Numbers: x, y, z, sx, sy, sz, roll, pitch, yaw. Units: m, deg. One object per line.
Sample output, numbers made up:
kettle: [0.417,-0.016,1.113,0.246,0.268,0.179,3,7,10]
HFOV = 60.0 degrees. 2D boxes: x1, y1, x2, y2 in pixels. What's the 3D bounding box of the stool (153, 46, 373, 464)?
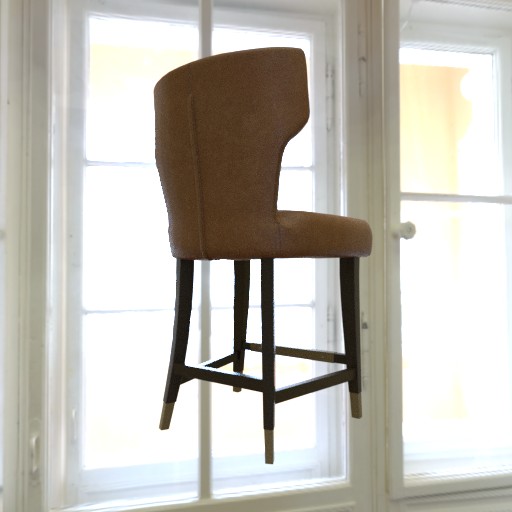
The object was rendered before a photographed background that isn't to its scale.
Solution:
stool: [0.000,0.000,1.316,0.526,0.982,0.563,0,-1,35]
